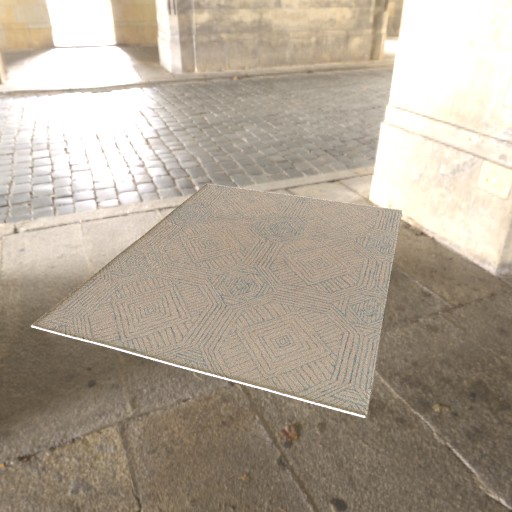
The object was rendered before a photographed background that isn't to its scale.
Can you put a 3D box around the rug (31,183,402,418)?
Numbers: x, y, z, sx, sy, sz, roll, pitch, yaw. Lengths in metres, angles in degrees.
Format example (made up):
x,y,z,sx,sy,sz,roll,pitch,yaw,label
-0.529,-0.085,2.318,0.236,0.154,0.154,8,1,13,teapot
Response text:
x,y,z,sx,sy,sz,roll,pitch,yaw,label
0.000,0.000,4.161,2.457,0.015,3.049,10,32,17,rug
